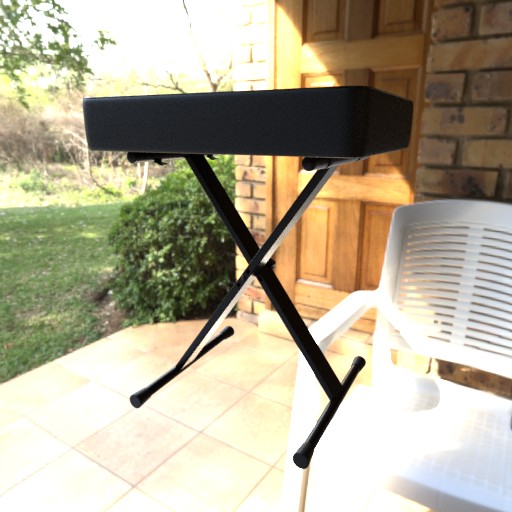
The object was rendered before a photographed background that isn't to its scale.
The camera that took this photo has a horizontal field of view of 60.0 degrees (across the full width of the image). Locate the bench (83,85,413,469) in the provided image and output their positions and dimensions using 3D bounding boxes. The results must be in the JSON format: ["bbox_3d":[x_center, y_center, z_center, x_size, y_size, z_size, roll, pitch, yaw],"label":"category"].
[{"bbox_3d":[0.000,0.000,0.752,0.424,0.500,0.321,8,18,27],"label":"bench"}]
